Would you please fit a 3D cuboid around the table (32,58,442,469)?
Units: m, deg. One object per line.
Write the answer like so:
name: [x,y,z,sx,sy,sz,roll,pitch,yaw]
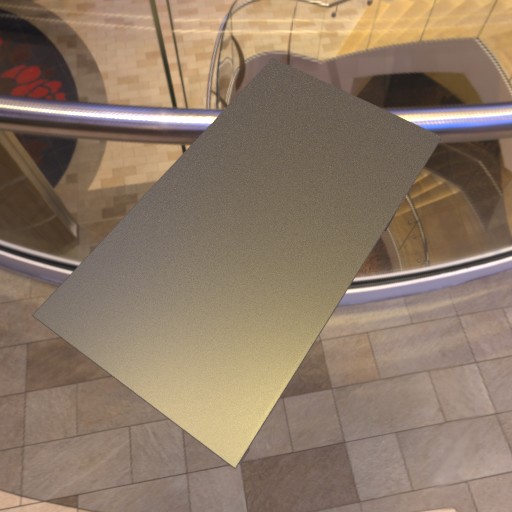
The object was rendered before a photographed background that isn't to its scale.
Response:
table: [0.000,0.000,1.412,0.612,0.493,1.068,31,68,14]
